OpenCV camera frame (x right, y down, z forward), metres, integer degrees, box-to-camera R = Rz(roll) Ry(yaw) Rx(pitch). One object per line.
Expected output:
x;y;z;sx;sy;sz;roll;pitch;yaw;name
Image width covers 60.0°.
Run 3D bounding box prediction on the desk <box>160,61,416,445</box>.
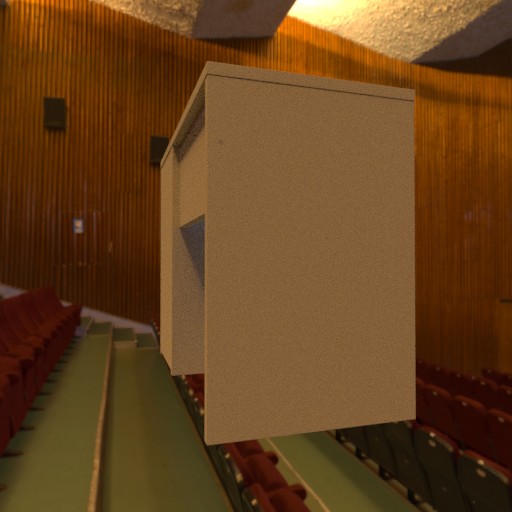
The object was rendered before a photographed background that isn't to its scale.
0.000;0.000;1.340;0.482;0.730;0.898;0;-1;-18;desk
